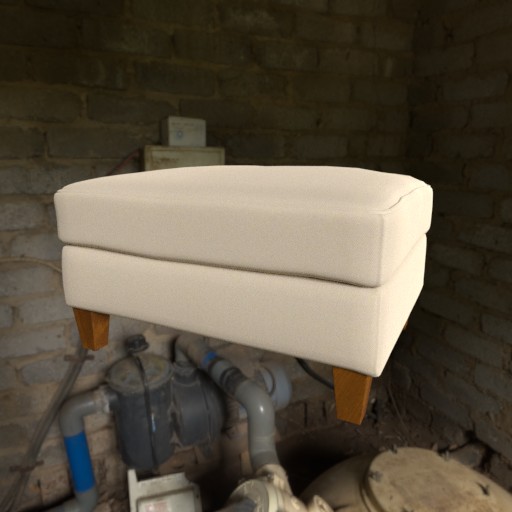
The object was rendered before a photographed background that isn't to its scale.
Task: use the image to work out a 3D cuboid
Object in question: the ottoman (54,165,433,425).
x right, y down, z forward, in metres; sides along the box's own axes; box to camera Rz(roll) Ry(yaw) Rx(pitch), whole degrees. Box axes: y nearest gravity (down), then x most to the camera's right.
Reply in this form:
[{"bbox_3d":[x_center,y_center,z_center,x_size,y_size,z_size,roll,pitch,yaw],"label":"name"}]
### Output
[{"bbox_3d":[0.000,0.000,1.202,0.818,0.485,0.634,7,15,26],"label":"ottoman"}]
